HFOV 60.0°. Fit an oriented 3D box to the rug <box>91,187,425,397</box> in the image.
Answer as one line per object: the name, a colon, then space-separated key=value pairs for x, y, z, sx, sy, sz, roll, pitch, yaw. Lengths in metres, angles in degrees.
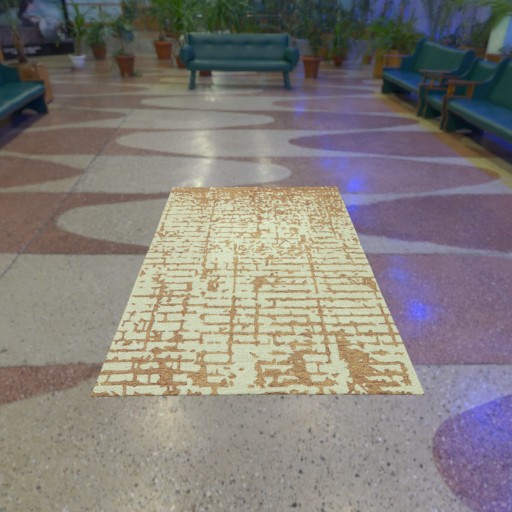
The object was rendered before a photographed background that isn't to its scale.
rug: x=0.000 y=0.000 z=3.049 sx=1.517 sy=0.011 sz=2.435 roll=0 pitch=31 yaw=0
